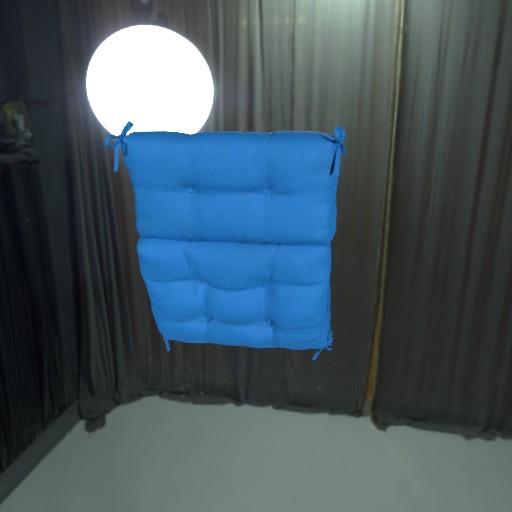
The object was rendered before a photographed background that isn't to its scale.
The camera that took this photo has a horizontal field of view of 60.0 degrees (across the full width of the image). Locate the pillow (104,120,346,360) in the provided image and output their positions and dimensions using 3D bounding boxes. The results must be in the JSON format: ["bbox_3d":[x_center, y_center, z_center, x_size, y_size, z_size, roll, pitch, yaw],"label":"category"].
[{"bbox_3d":[0.000,0.000,1.489,0.526,0.863,1.016,3,17,9],"label":"pillow"}]
